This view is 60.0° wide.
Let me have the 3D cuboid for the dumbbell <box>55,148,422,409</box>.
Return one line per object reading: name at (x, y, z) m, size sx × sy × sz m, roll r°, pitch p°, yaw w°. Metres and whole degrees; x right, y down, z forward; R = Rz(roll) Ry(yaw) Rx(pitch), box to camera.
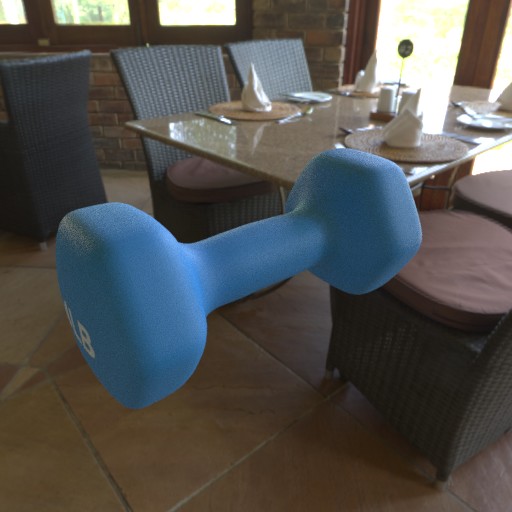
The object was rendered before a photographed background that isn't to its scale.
dumbbell at (0.000, 0.000, 0.187) m, size 0.152 × 0.066 × 0.074 m, roll -20°, pitch 34°, yaw -32°
